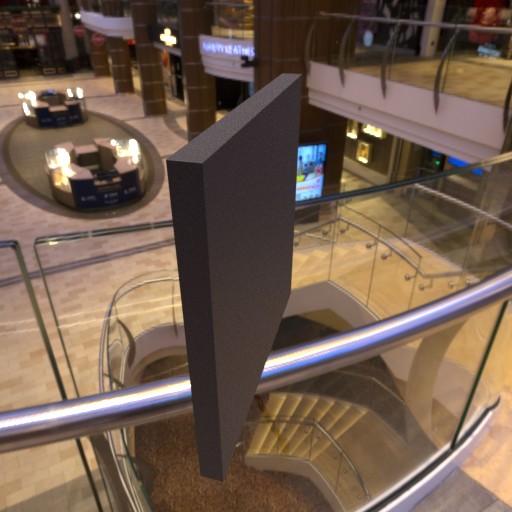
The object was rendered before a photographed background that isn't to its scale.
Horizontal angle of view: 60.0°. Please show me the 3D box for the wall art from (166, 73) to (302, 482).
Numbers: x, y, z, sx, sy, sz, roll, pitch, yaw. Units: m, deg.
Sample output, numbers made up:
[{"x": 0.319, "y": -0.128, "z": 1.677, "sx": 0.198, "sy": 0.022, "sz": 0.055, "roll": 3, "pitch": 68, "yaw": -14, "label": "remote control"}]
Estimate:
[{"x": 0.000, "y": 0.000, "z": 0.759, "sx": 0.038, "sy": 0.507, "sz": 0.507, "roll": 8, "pitch": 32, "yaw": 13, "label": "wall art"}]
